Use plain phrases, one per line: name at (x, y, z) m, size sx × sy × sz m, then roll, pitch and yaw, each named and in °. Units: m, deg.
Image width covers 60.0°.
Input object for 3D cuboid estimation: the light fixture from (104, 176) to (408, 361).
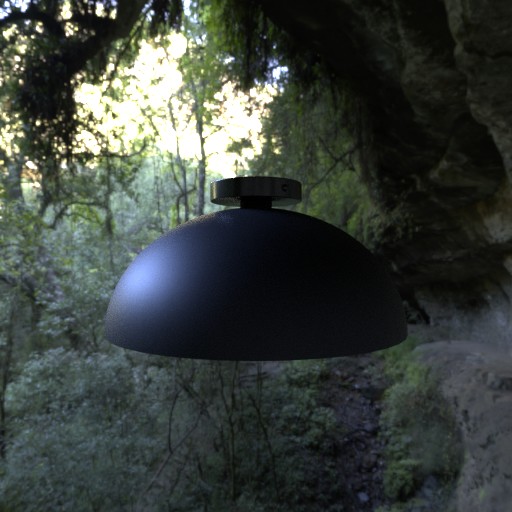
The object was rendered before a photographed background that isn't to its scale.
light fixture at (0.000, 0.000, 0.548) m, size 0.355 × 0.177 × 0.355 m, roll 0°, pitch 0°, yaw 0°
